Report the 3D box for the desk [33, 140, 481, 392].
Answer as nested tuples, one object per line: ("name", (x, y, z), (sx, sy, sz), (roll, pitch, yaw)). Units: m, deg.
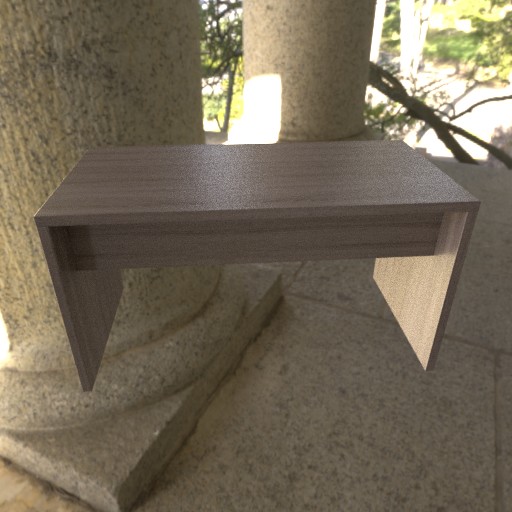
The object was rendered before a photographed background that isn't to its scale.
("desk", (0.000, 0.000, 1.847), (1.380, 0.745, 0.690), (-2, 31, -4))
